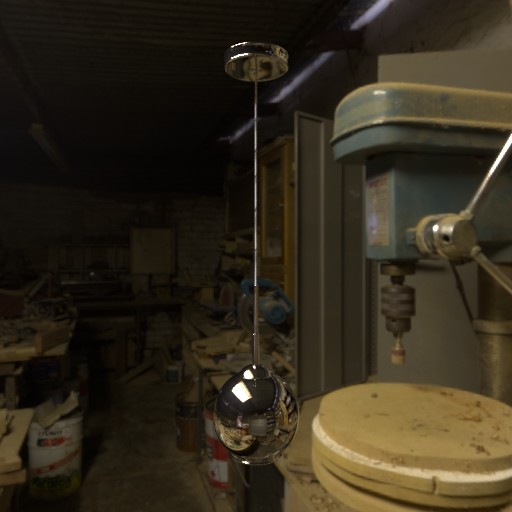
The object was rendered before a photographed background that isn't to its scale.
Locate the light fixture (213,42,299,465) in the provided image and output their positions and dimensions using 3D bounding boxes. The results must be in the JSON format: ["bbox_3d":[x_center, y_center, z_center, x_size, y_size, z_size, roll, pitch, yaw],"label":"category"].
[{"bbox_3d":[0.000,0.000,1.721,0.336,1.538,0.336,0,1,-18],"label":"light fixture"}]
